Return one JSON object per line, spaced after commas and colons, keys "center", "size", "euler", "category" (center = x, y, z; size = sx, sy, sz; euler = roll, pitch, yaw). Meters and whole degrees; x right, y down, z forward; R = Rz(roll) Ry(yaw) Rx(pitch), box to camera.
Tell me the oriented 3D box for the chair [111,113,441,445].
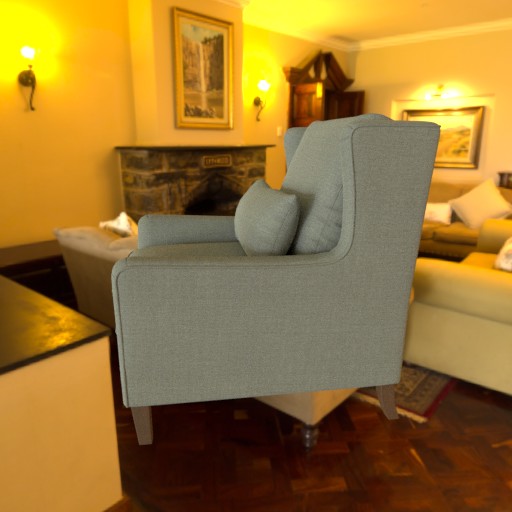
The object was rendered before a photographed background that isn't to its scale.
{"center": [0.000, 0.000, 1.759], "size": [1.040, 1.056, 0.866], "euler": [-2, 15, -9], "category": "chair"}
